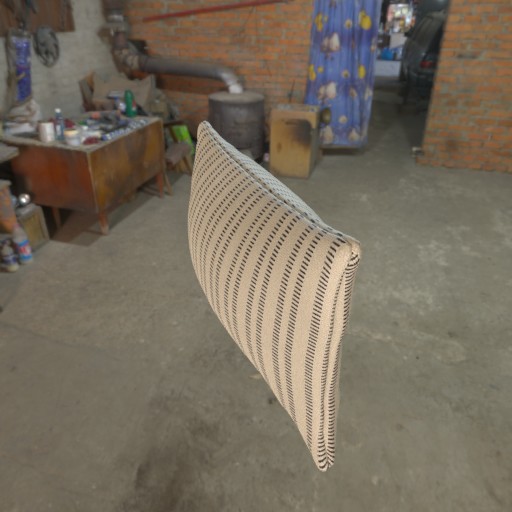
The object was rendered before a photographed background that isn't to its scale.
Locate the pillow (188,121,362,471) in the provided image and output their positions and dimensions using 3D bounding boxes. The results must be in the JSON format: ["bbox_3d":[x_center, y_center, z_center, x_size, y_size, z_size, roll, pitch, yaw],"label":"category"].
[{"bbox_3d":[0.000,0.000,0.793,0.210,0.353,0.640,-10,30,-18],"label":"pillow"}]
